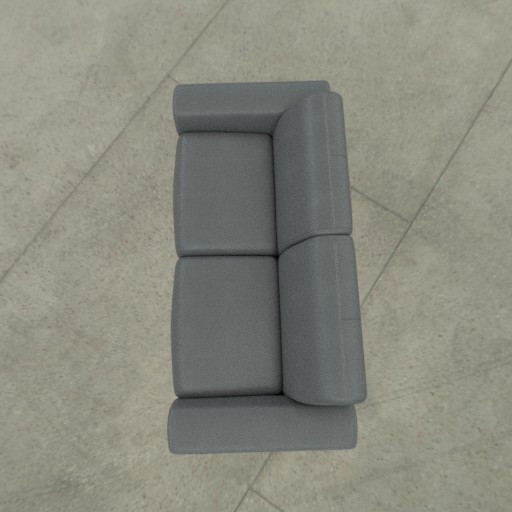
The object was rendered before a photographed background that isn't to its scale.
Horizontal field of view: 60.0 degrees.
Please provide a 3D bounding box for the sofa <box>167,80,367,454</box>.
[{"bbox_3d":[0.000,0.000,2.358,0.900,0.772,1.901,-2,77,0],"label":"sofa"}]
